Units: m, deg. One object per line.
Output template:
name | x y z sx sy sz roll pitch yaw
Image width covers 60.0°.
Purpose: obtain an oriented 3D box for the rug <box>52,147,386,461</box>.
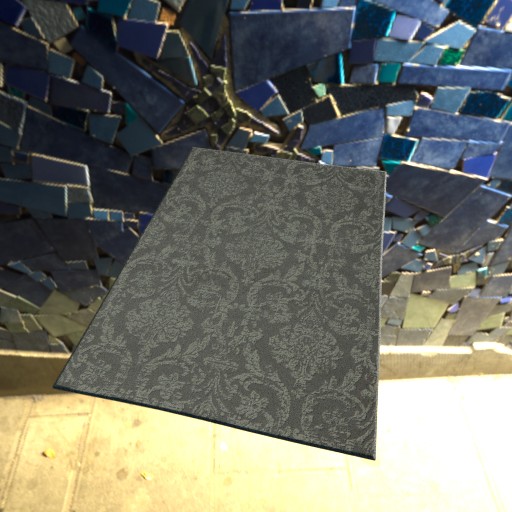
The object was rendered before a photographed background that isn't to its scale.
rug | 0.000 0.000 2.815 1.578 0.014 2.206 9 47 9
